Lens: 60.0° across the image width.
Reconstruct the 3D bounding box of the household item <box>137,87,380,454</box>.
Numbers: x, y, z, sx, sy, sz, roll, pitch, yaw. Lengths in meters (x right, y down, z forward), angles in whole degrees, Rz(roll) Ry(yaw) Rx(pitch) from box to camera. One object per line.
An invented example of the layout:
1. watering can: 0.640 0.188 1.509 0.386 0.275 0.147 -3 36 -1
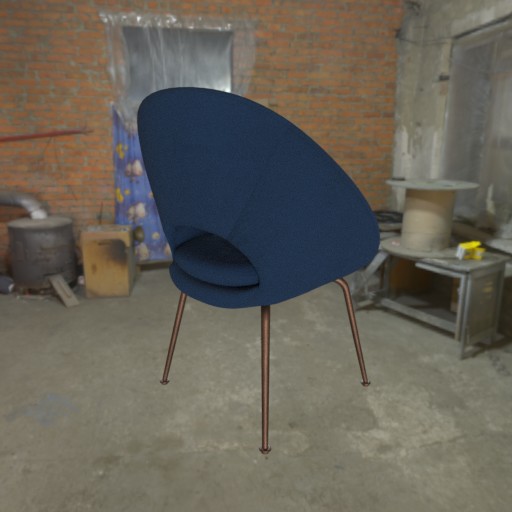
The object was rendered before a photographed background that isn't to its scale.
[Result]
1. household item: 0.000 0.000 1.254 0.573 0.852 0.623 -13 19 -42
